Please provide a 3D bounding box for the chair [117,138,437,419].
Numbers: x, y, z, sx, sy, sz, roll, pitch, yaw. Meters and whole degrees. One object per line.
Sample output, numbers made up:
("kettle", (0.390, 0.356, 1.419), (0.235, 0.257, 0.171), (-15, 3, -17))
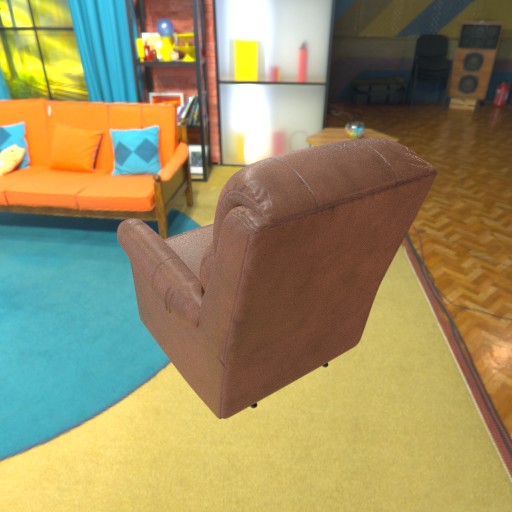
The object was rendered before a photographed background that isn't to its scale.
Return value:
("chair", (0.000, 0.000, 1.817), (0.838, 1.054, 1.014), (-20, 36, -30))
